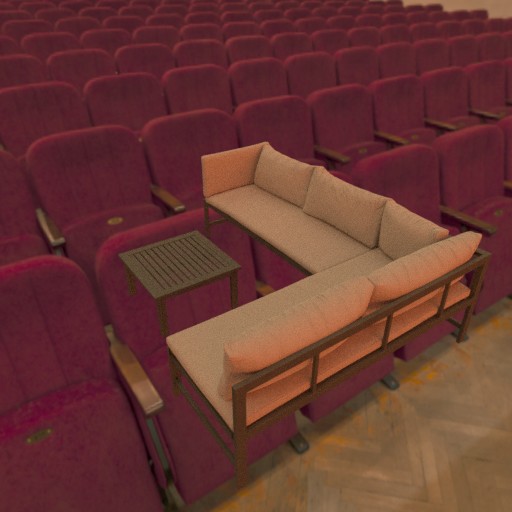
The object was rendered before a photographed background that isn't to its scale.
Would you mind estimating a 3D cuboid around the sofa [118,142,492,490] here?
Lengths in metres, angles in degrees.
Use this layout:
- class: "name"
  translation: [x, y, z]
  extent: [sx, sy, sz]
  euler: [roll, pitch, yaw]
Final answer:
- class: "sofa"
  translation: [0.000, 0.000, 2.863]
  extent: [1.658, 0.758, 2.096]
  euler: [-20, 37, -29]
